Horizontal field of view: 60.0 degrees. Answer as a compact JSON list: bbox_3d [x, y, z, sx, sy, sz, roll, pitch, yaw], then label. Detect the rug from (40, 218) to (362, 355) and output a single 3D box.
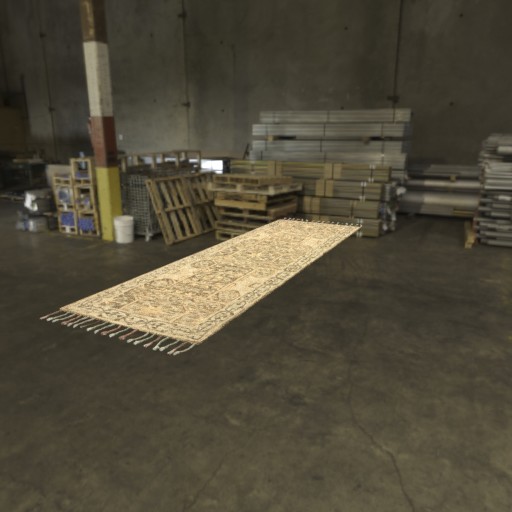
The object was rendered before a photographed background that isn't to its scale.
[{"bbox_3d":[0.000,0.000,2.895,0.762,0.011,2.664,8,17,26],"label":"rug"}]
